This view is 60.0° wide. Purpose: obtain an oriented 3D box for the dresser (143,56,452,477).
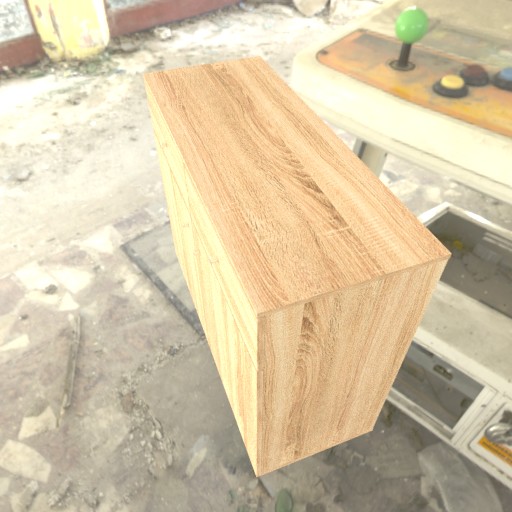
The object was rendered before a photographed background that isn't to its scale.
[{"bbox_3d":[0.000,0.000,1.544,0.450,0.900,1.100,-15,48,-14],"label":"dresser"}]
